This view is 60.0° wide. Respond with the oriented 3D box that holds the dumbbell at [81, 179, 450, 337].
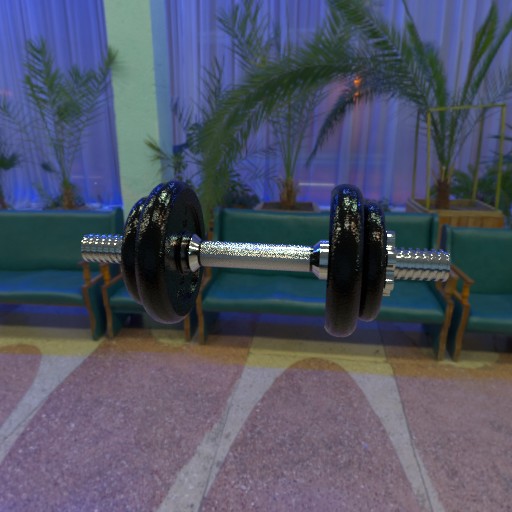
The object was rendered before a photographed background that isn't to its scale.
[{"bbox_3d":[0.000,0.000,0.609,0.497,0.202,0.202,3,18,9],"label":"dumbbell"}]
